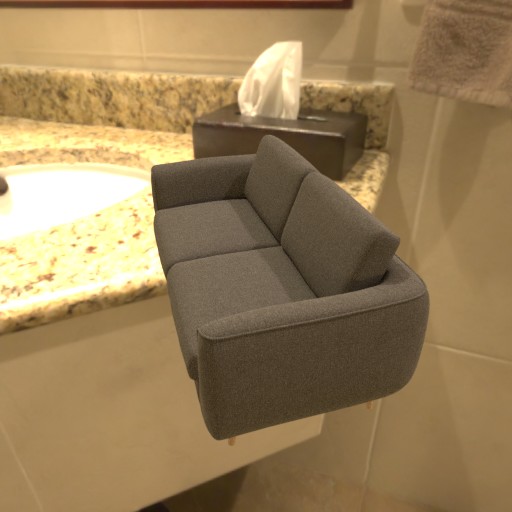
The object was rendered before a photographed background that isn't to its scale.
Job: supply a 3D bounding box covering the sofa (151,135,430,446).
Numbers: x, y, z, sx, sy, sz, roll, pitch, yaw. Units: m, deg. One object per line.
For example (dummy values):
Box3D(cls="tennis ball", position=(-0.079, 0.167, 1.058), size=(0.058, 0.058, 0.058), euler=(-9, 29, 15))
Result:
Box3D(cls="sofa", position=(0.000, 0.000, 2.221), size=(0.920, 0.870, 1.700), euler=(-9, 32, -15))
